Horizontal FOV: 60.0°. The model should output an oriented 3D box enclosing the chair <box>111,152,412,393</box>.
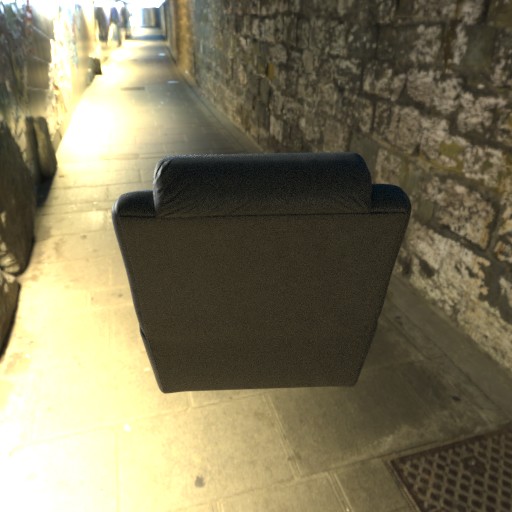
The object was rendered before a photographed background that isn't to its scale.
[{"bbox_3d":[0.000,0.000,1.937,0.965,1.116,1.068,-1,28,-2],"label":"chair"}]
